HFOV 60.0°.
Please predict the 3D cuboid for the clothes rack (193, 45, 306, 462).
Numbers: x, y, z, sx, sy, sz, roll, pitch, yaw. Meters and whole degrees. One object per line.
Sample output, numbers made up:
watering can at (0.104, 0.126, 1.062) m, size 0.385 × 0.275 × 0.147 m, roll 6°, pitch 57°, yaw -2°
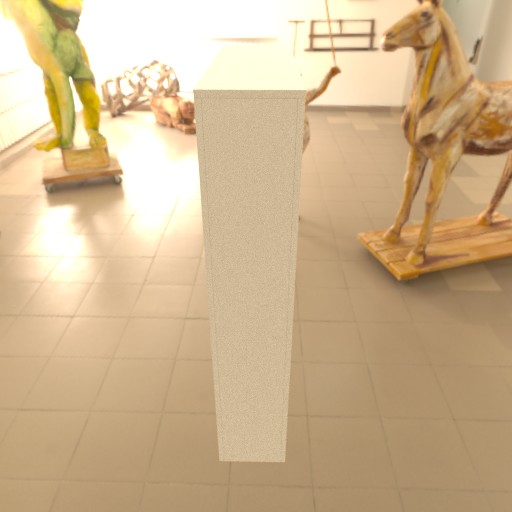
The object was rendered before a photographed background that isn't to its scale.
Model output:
clothes rack at (0.000, 0.000, 1.578) m, size 0.250 × 1.280 × 0.750 m, roll 1°, pitch 32°, yaw 1°
